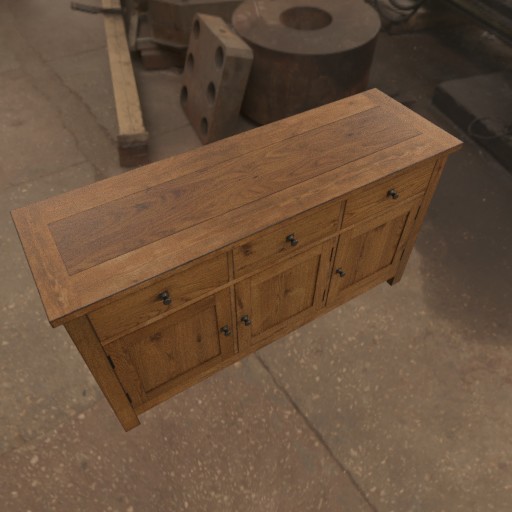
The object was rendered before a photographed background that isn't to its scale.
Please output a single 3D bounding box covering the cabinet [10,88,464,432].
[{"bbox_3d":[0.000,0.000,1.778,1.474,0.813,0.480,-24,53,-20],"label":"cabinet"}]
